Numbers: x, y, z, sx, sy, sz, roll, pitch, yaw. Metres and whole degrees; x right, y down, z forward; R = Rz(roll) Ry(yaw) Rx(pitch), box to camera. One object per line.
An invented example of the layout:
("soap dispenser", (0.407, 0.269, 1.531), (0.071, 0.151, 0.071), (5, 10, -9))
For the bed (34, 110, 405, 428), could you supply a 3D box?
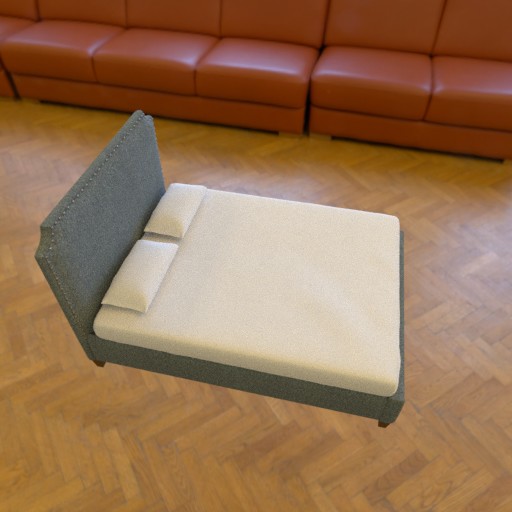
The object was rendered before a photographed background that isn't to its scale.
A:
("bed", (0.000, 0.000, 3.432), (2.372, 1.443, 1.712), (9, 47, 9))
